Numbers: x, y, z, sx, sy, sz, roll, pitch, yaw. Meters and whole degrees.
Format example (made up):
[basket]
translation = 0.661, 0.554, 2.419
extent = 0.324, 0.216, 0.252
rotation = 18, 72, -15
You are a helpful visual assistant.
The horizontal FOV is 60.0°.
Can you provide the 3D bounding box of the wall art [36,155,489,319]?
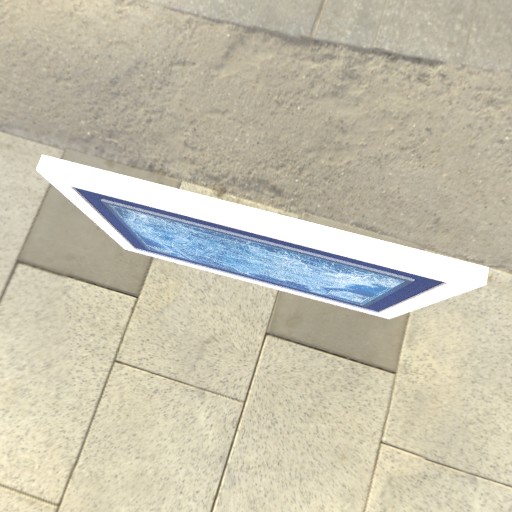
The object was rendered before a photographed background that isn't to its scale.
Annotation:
[wall art]
translation = 0.000, 0.000, 1.687
extent = 1.308, 0.902, 0.051
rotation = 15, 76, 4
